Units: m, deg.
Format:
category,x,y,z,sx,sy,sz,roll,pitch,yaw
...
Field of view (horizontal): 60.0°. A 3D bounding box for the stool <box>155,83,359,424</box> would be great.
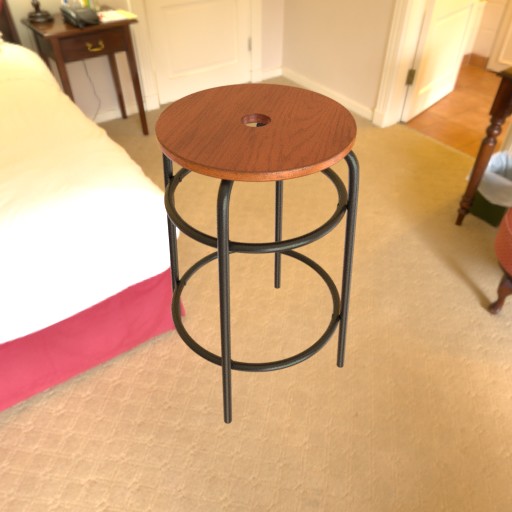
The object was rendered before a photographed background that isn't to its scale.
category,x,y,z,sx,sy,sz,roll,pitch,yaw
stool,0.000,0.000,0.946,0.455,0.610,0.455,11,43,12
